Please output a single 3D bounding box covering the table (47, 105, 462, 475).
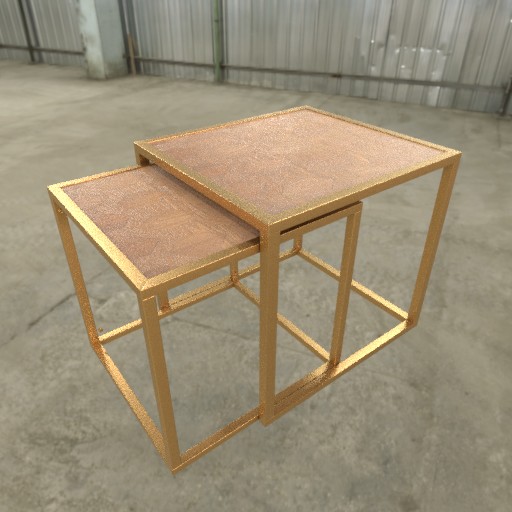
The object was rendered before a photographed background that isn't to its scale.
[{"bbox_3d":[0.000,0.000,1.084,0.762,0.505,0.505,-23,39,-31],"label":"table"}]
